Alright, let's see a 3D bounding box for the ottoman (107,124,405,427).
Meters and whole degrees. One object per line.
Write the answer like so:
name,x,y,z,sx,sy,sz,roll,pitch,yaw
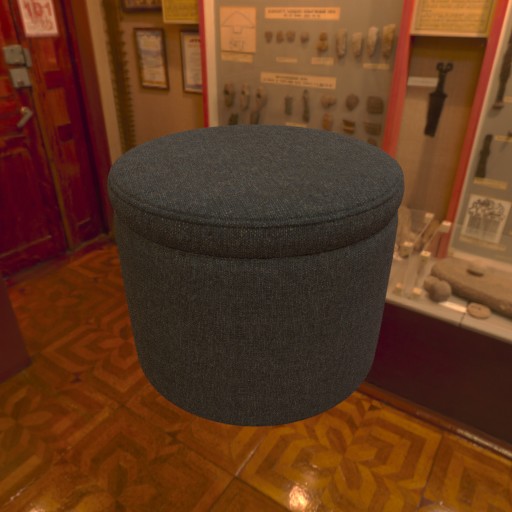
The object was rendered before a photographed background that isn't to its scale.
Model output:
ottoman,0.000,0.000,0.891,0.520,0.430,0.520,0,30,0
